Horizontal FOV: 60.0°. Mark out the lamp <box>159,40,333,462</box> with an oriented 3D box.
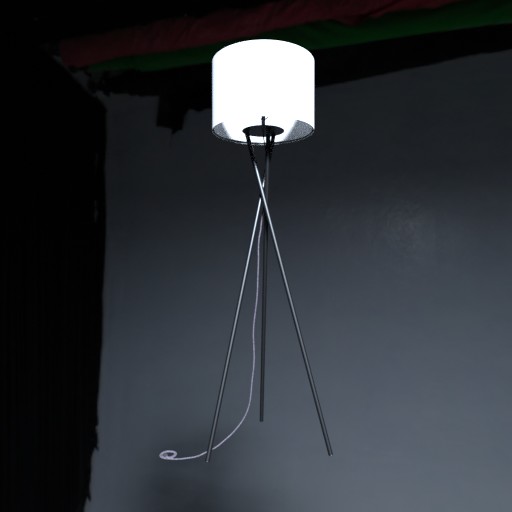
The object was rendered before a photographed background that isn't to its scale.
[{"bbox_3d":[0.000,0.000,1.916,0.667,1.624,0.522,0,0,19],"label":"lamp"}]
